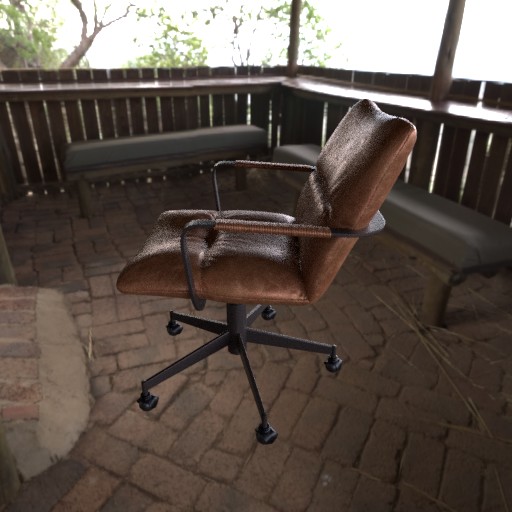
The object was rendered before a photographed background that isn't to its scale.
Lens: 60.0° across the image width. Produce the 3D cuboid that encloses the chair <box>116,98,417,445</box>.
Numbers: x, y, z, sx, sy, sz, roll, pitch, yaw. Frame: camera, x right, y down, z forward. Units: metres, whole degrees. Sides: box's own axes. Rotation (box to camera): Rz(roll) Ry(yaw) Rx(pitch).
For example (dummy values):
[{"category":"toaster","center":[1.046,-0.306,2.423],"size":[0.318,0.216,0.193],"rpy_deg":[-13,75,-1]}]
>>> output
[{"category":"chair","center":[0.000,0.000,1.428],"size":[0.754,0.922,0.727],"rpy_deg":[1,25,2]}]
